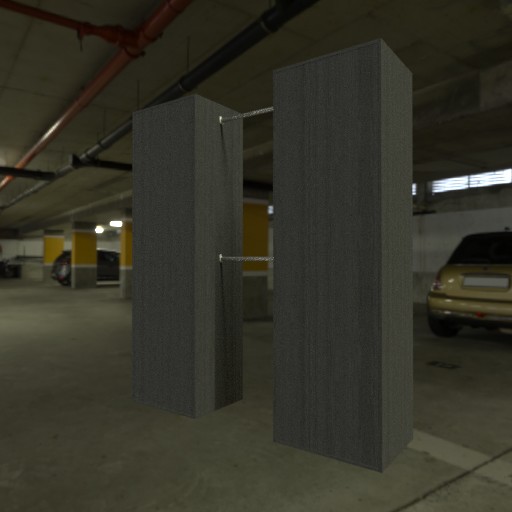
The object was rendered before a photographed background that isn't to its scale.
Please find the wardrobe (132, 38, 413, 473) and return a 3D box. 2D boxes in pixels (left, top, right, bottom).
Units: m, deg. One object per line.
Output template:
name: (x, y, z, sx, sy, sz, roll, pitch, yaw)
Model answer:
wardrobe: (0.000, 0.000, 2.750, 1.770, 2.000, 0.480, 0, -1, 36)
